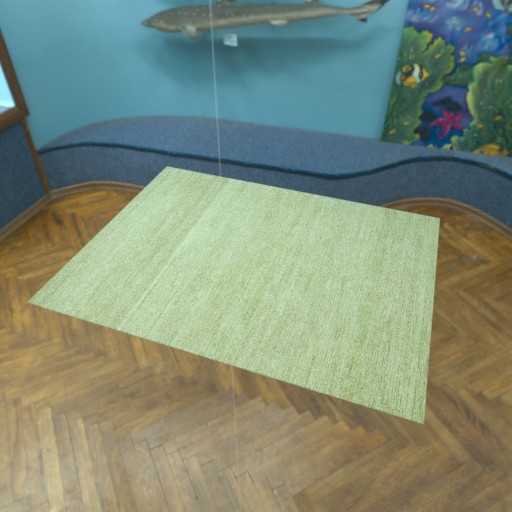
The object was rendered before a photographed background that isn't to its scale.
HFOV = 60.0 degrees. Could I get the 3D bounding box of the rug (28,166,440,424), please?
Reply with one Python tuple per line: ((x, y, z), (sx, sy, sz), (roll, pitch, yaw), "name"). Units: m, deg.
((0.000, 0.000, 4.164), (3.198, 0.016, 2.425), (13, 42, 15), "rug")
